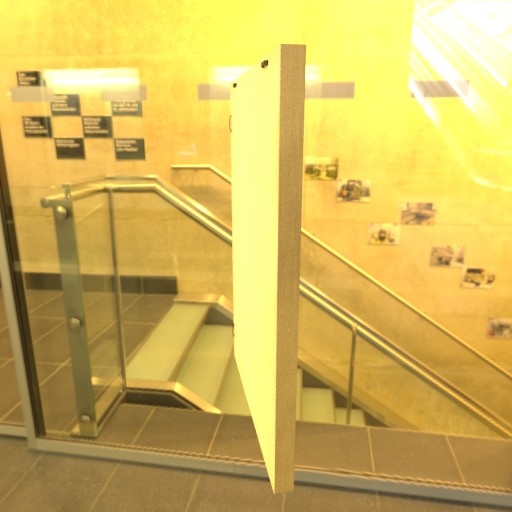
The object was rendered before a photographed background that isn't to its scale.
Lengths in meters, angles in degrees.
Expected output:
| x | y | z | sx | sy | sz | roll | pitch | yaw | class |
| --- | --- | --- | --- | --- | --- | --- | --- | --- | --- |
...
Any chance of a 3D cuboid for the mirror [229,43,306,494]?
| x | y | z | sx | sy | sz | roll | pitch | yaw | class |
| --- | --- | --- | --- | --- | --- | --- | --- | --- | --- |
| 0.000 | 0.000 | 0.910 | 0.040 | 0.710 | 0.507 | -3 | 16 | -10 | mirror |
